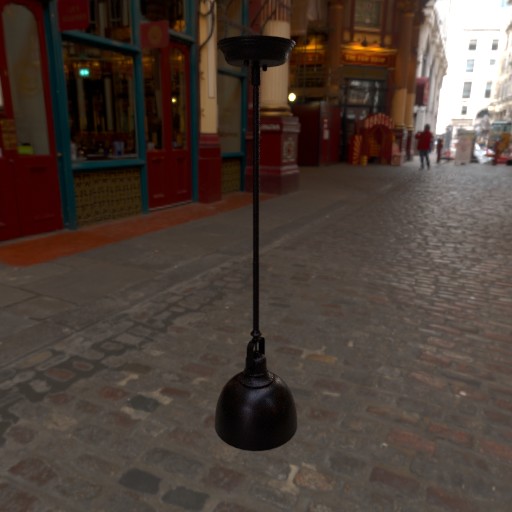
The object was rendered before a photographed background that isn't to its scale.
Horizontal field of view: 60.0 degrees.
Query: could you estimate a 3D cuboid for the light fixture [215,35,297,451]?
[{"bbox_3d":[0.000,0.000,0.875,0.182,0.768,0.182,8,17,26],"label":"light fixture"}]
